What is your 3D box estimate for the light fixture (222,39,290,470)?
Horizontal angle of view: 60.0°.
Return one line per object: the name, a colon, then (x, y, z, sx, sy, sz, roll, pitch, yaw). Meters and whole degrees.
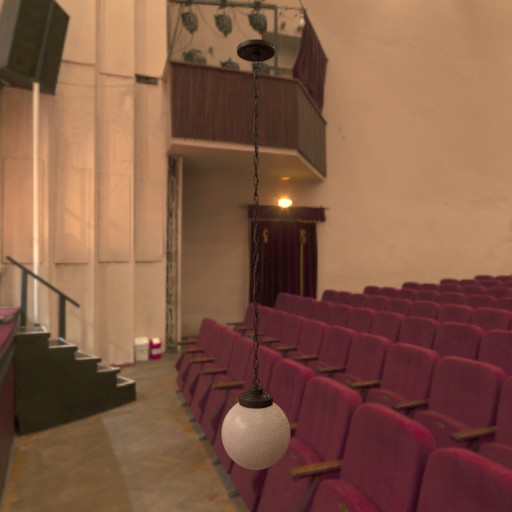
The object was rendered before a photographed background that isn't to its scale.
light fixture: (0.000, 0.000, 1.981, 0.305, 1.867, 0.304, 0, -1, -18)
